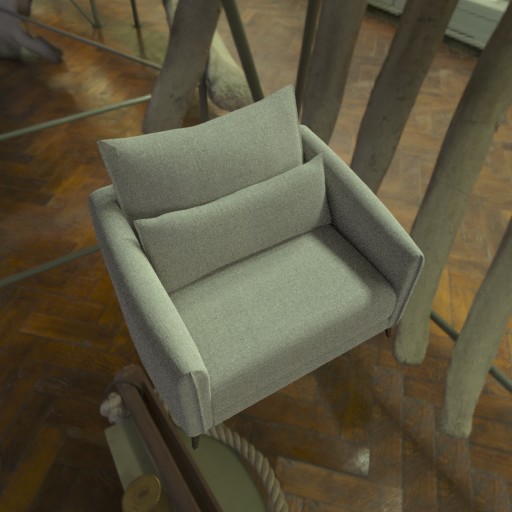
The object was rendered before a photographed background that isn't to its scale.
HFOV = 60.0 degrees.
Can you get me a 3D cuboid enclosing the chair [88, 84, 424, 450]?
[{"bbox_3d":[0.000,0.000,1.659,1.029,0.856,0.801,-23,51,-21],"label":"chair"}]
